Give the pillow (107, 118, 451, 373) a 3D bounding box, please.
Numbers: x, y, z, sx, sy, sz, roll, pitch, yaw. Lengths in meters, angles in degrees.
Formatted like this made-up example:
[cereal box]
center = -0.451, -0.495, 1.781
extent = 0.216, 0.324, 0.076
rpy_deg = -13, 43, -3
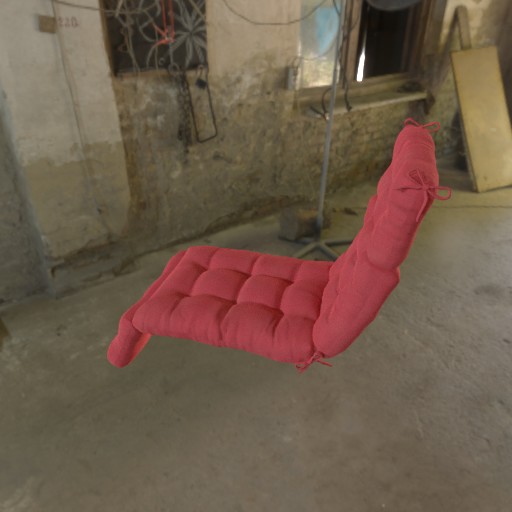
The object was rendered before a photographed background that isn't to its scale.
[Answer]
[pillow]
center = 0.000, 0.000, 1.473
extent = 1.016, 0.863, 0.526
rpy_deg = 9, 33, 14
